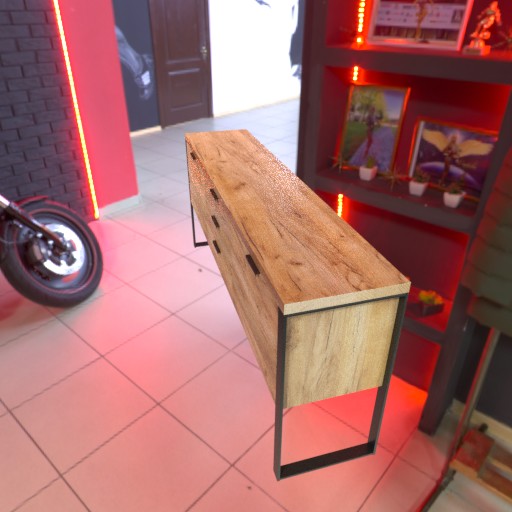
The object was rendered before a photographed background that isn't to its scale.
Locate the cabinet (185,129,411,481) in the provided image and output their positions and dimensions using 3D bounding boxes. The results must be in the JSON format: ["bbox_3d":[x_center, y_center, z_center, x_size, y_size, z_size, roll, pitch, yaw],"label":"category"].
[{"bbox_3d":[0.000,0.000,2.151,0.395,0.762,1.800,-8,31,-14],"label":"cabinet"}]
